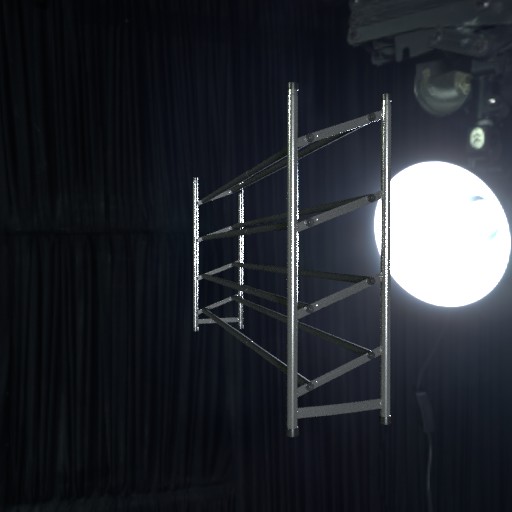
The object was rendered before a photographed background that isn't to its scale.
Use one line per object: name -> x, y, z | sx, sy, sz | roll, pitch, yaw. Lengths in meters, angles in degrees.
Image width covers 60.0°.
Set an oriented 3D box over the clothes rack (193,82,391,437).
clothes rack -> 0.000, 0.000, 1.424 | 0.229, 0.672, 1.168 | 0, 1, -17
